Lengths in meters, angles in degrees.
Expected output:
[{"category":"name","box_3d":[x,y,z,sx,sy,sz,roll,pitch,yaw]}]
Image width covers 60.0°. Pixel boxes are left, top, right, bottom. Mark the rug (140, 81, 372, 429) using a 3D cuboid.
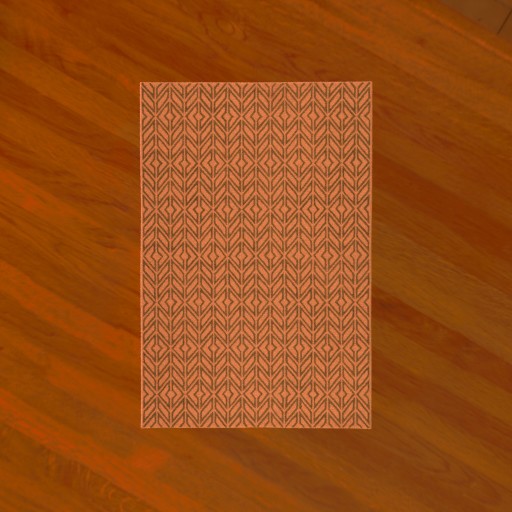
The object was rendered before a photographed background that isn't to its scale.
[{"category":"rug","box_3d":[0.000,0.000,2.340,1.220,0.007,1.828,0,91,0]}]
